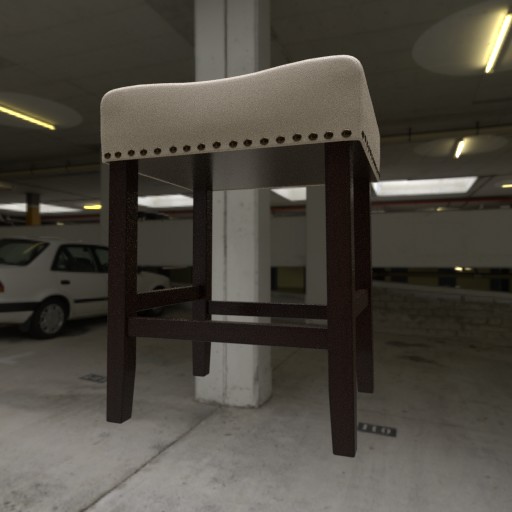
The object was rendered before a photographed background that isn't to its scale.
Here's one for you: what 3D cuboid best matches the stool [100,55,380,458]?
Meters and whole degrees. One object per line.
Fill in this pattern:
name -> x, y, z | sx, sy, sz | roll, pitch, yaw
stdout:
stool -> 0.000, 0.000, 0.910 | 0.471, 0.609, 0.401 | 0, 0, 19
